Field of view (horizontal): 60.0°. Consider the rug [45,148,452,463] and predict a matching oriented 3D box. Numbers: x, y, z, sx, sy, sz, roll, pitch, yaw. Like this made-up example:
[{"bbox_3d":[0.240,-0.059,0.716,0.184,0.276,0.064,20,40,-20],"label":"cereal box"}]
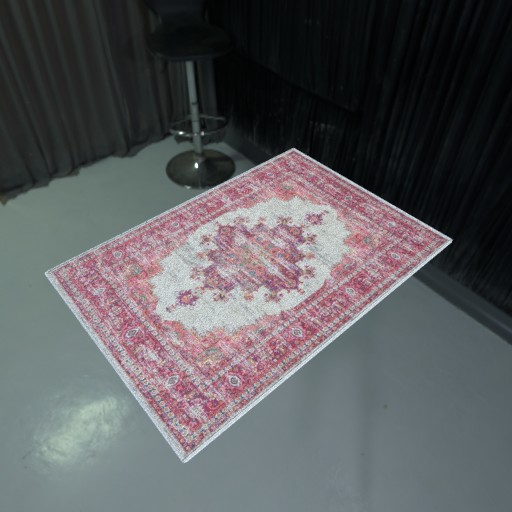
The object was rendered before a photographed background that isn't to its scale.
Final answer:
[{"bbox_3d":[0.000,0.000,2.295,1.747,0.011,1.217,-32,53,-28],"label":"rug"}]
